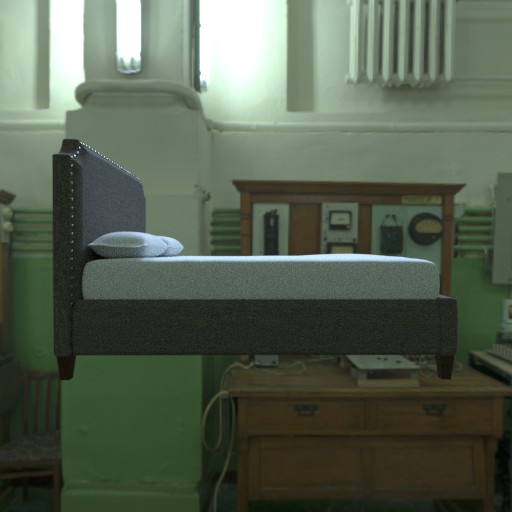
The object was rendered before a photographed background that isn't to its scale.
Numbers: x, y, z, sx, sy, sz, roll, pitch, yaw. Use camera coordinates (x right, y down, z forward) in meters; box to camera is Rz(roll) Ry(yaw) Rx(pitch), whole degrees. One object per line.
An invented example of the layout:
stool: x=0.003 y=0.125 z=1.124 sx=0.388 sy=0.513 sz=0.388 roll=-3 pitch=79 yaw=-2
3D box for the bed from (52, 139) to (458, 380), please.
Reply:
bed: x=0.000 y=0.000 z=3.437 sx=2.381 sy=1.457 sz=1.713 roll=0 pitch=1 yaw=0
